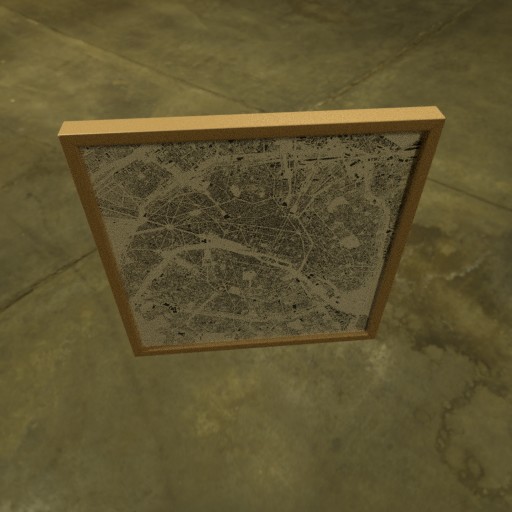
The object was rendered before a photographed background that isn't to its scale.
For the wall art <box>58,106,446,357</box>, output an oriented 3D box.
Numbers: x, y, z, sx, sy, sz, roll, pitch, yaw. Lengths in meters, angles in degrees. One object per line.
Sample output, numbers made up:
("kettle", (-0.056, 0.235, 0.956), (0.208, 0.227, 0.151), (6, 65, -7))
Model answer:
("wall art", (0.000, 0.000, 0.769), (0.509, 0.509, 0.036), (-4, 45, -4))
